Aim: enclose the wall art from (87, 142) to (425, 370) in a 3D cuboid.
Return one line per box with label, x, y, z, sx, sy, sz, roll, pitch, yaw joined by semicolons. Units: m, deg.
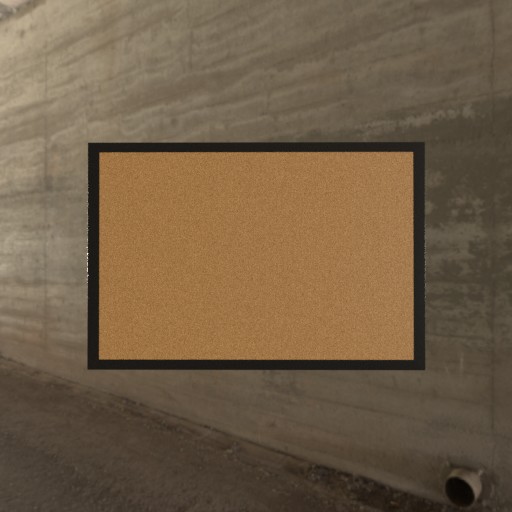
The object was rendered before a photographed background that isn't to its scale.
wall art;0.000;0.000;1.081;0.819;0.552;0.015;0;0;0
